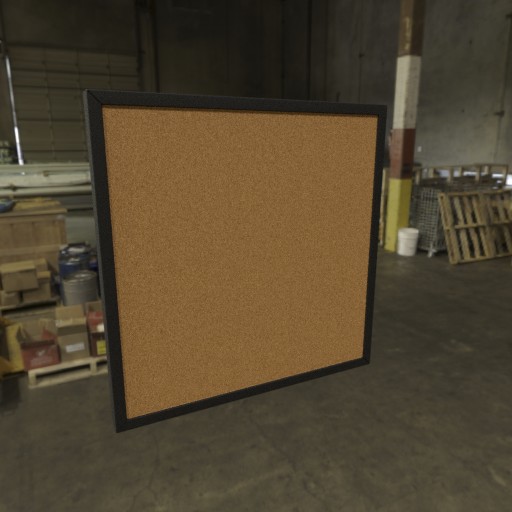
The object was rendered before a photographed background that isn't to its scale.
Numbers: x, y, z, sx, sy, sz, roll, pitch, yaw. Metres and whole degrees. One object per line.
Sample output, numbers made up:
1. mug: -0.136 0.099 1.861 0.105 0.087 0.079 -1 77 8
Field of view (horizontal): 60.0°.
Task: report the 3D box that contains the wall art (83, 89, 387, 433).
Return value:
1. wall art: 0.000 0.000 0.758 0.508 0.508 0.037 -7 16 -26
